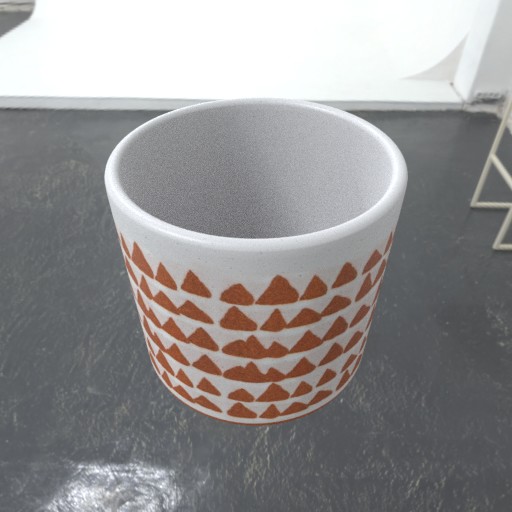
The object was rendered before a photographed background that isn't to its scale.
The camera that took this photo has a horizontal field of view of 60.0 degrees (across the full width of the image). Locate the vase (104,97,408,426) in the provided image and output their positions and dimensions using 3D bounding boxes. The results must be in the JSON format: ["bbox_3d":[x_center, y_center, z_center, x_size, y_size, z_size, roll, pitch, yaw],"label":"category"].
[{"bbox_3d":[0.000,0.000,0.246,0.137,0.127,0.137,0,41,0],"label":"vase"}]
